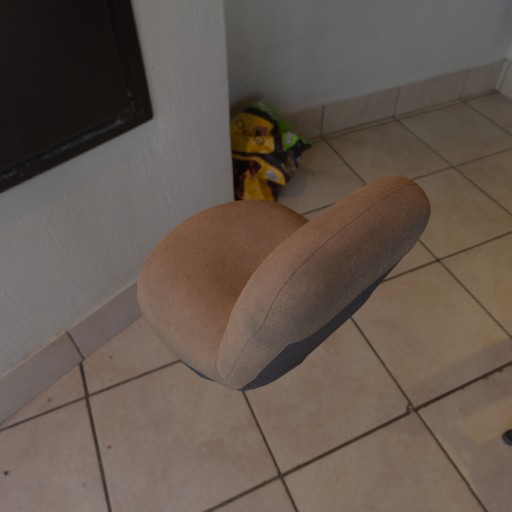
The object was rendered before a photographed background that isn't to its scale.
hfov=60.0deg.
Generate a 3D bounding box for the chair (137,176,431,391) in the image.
[{"bbox_3d":[0.000,0.000,1.036,0.521,0.594,0.597,-34,57,-27],"label":"chair"}]
